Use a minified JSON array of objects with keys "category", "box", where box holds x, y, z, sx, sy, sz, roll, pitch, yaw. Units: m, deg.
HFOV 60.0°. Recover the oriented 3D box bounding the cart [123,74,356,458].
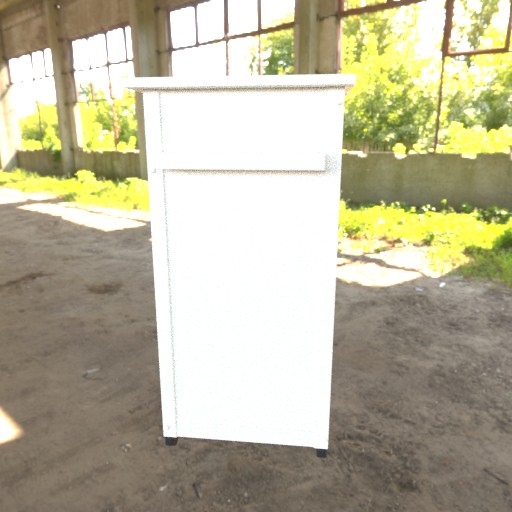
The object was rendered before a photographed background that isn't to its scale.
[{"category":"cart","box":[0.000,0.000,1.249,0.442,0.864,0.683,2,15,6]}]
